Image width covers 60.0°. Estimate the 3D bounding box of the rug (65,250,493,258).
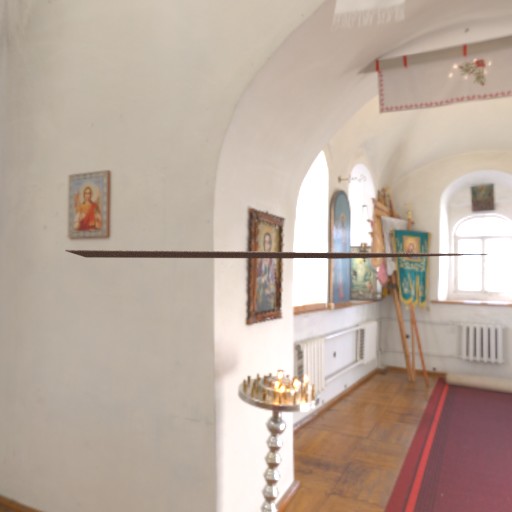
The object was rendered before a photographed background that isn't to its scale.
[{"bbox_3d":[0.000,0.000,4.096,3.046,0.008,2.442,0,-1,-18],"label":"rug"}]
